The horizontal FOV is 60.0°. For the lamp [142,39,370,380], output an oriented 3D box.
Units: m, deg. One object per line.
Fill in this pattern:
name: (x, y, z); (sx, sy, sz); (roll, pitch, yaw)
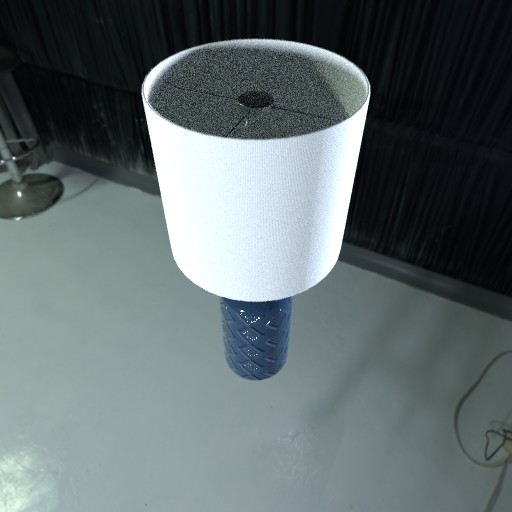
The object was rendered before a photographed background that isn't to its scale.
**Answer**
lamp: (0.000, 0.000, 0.571); (0.207, 0.461, 0.207); (17, 48, 16)
